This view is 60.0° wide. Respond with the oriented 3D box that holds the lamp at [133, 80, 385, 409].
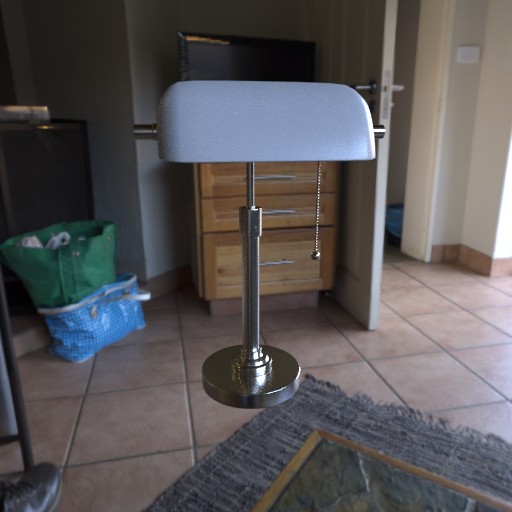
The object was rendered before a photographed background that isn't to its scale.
[{"bbox_3d":[0.000,0.000,0.560,0.269,0.404,0.227,-3,16,-10],"label":"lamp"}]
